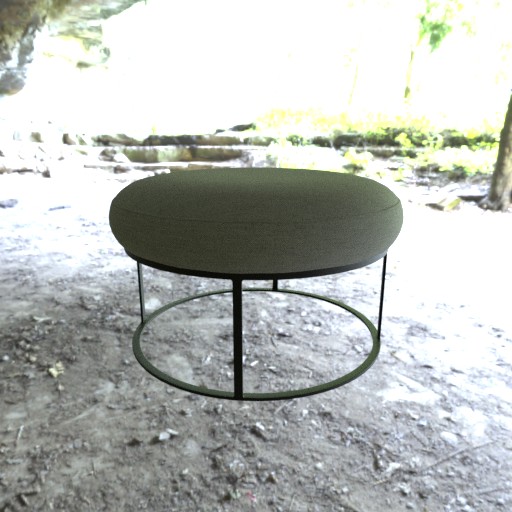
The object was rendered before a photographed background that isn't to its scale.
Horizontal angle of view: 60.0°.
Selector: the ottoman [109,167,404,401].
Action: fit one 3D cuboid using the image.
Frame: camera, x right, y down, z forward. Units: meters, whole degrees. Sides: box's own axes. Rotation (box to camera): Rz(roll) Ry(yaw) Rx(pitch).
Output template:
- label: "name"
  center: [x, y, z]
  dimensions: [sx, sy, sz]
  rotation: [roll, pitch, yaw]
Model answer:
- label: "ottoman"
  center: [0.000, 0.000, 1.244]
  dimensions: [0.769, 0.459, 0.769]
  rotation: [0, 16, 0]
